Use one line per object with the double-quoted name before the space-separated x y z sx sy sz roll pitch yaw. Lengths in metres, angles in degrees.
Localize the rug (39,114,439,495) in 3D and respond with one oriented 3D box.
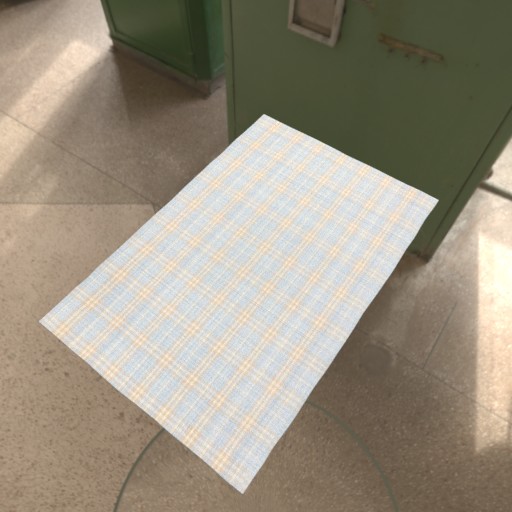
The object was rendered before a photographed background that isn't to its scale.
"rug" 0.000 0.000 2.304 1.231 0.012 1.835 32 63 19
